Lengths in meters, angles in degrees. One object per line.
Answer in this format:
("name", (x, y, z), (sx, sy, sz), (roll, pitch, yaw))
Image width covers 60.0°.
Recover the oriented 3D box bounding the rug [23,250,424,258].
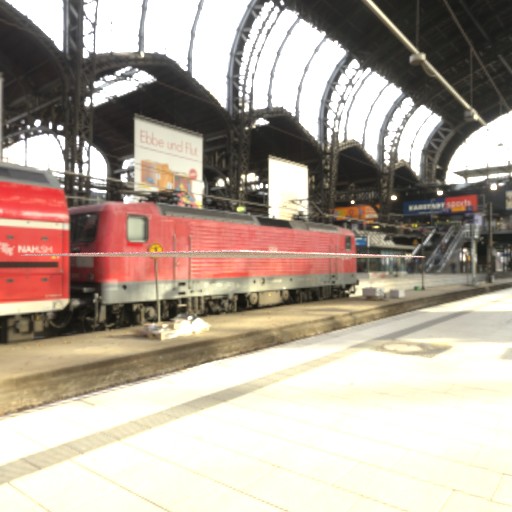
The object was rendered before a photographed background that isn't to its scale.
("rug", (0.000, 0.000, 2.316), (1.219, 0.006, 1.829), (-1, -1, 36))
